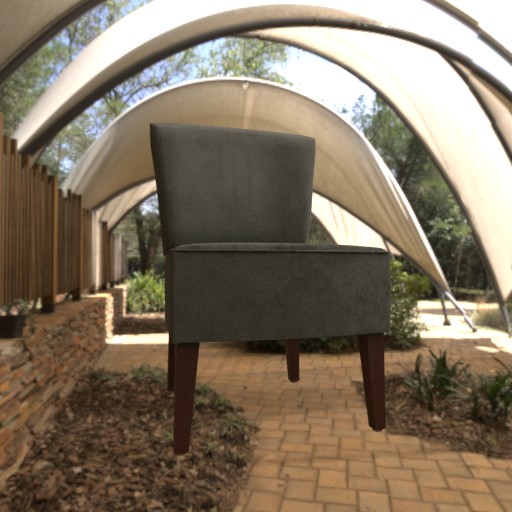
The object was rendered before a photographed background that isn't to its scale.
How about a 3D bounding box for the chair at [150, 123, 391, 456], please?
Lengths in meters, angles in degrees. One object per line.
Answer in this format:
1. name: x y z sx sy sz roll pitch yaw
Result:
1. chair: 0.000 0.000 1.166 0.521 0.806 0.554 0 -1 -17
